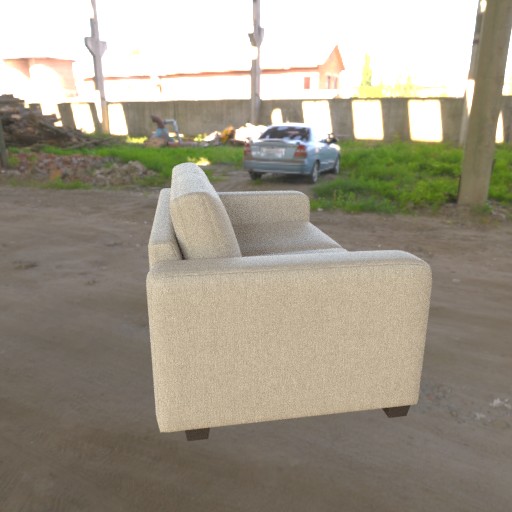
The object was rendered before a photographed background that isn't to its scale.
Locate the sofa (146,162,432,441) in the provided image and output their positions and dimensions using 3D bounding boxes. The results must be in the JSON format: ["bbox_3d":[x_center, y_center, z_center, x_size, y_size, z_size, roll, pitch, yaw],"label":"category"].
[{"bbox_3d":[0.000,0.000,2.078,0.900,0.800,1.540,-3,17,-9],"label":"sofa"}]
